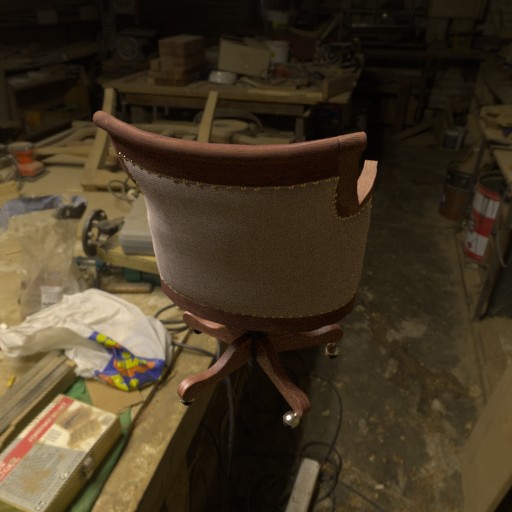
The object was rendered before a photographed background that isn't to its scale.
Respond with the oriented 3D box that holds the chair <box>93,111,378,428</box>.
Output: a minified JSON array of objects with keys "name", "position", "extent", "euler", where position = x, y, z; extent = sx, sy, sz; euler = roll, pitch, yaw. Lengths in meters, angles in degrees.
[{"name":"chair","position":[0.000,0.000,1.395],"extent":[0.656,0.965,0.689],"euler":[9,32,14]}]
